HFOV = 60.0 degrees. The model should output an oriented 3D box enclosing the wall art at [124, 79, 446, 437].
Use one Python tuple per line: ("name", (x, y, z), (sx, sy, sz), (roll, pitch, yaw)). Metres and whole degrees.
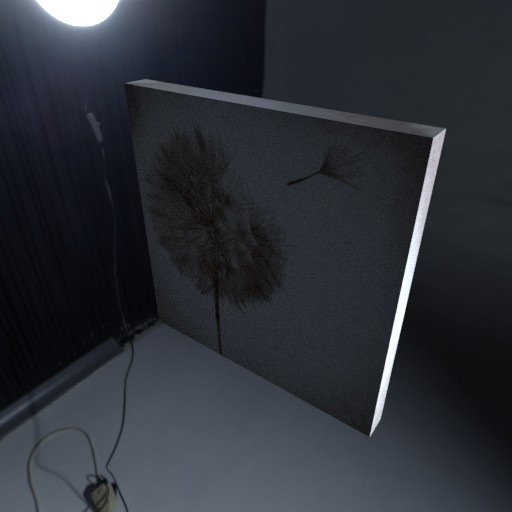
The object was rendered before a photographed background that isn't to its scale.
("wall art", (0.000, 0.000, 0.450), (0.303, 0.303, 0.028), (21, 38, 30))
